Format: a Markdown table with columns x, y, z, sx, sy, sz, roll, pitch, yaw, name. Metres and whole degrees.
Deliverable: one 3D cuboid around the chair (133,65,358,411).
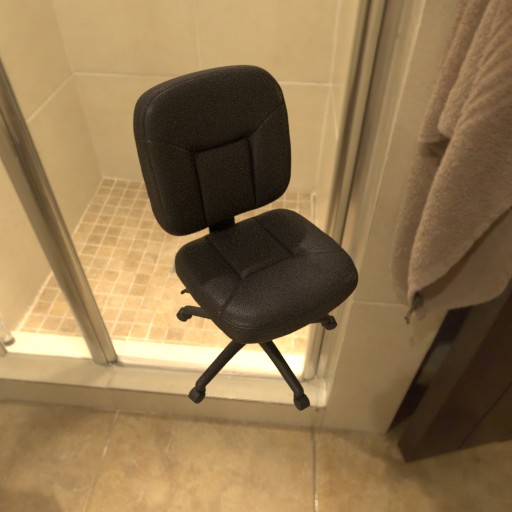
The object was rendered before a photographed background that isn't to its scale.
| x | y | z | sx | sy | sz | roll | pitch | yaw | name |
| --- | --- | --- | --- | --- | --- | --- | --- | --- | --- |
| 0.000 | 0.000 | 1.390 | 0.647 | 0.959 | 0.646 | -24 | 49 | -22 | chair |
